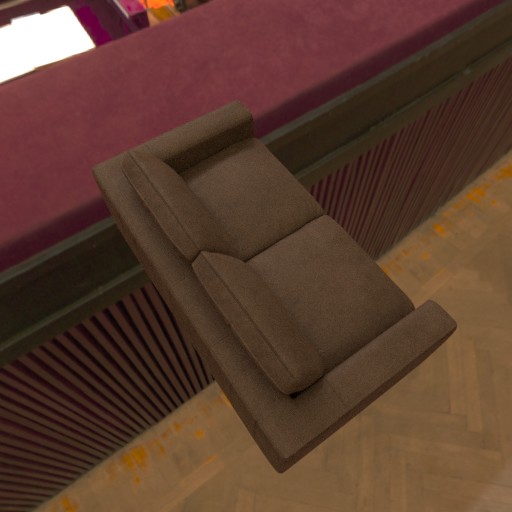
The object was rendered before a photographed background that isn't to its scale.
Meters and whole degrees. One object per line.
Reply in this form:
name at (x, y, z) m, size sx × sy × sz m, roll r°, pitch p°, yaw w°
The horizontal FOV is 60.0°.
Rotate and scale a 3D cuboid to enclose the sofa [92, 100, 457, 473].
sofa at (0.000, 0.000, 2.484) m, size 1.070 × 0.800 × 1.920 m, roll -31°, pitch 65°, yaw -17°
